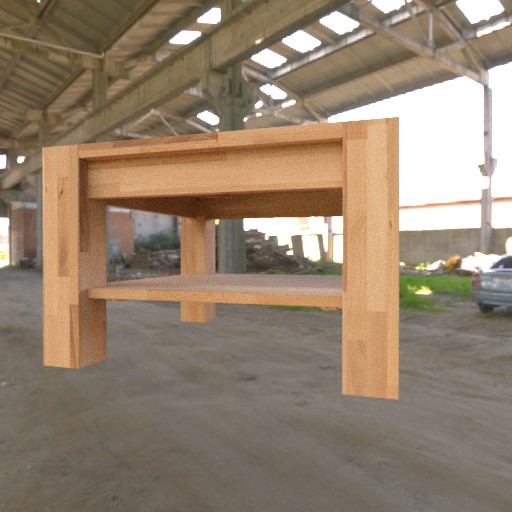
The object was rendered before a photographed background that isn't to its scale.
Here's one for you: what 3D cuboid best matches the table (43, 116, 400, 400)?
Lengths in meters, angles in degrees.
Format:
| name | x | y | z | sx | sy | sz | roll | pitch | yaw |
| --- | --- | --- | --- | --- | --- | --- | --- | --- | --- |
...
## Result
| name | x | y | z | sx | sy | sz | roll | pitch | yaw |
| --- | --- | --- | --- | --- | --- | --- | --- | --- | --- |
| table | 0.000 | 0.000 | 1.141 | 0.700 | 0.451 | 0.700 | 0 | 1 | 18 |
